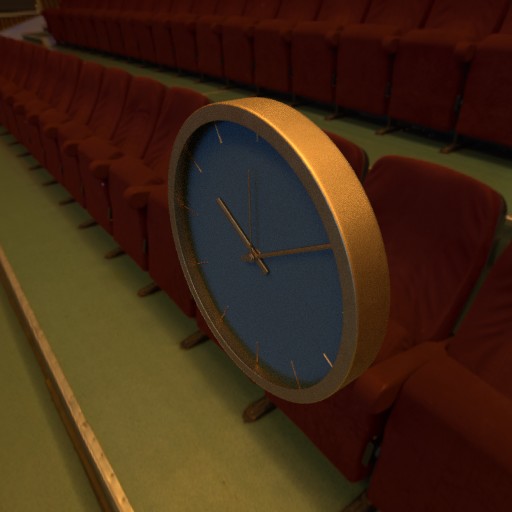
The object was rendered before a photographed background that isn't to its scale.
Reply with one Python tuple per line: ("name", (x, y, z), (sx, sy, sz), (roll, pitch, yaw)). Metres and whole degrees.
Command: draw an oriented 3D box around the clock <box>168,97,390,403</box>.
("clock", (0.000, 0.000, 0.468), (0.040, 0.314, 0.314), (-21, 37, -31))
